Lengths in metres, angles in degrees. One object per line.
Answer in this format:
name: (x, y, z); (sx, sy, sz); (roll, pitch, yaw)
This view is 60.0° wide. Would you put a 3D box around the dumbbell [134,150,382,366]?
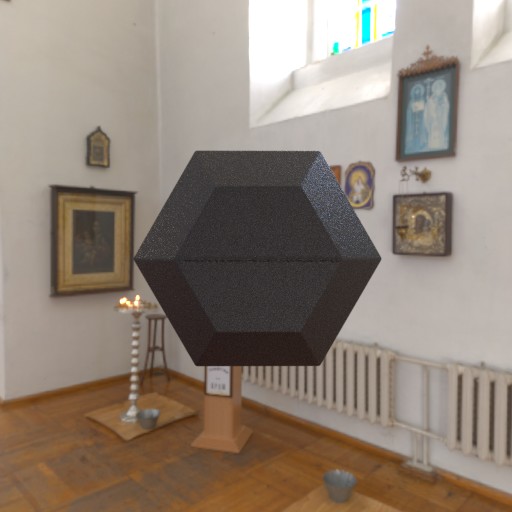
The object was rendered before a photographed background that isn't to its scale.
dumbbell: (0.000, 0.000, 0.332); (0.122, 0.106, 0.271); (0, 1, 0)
